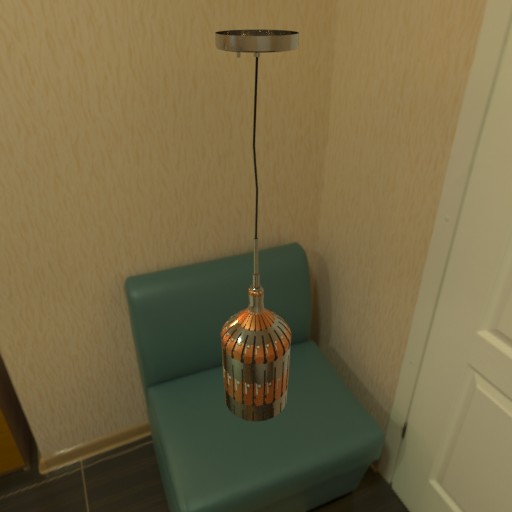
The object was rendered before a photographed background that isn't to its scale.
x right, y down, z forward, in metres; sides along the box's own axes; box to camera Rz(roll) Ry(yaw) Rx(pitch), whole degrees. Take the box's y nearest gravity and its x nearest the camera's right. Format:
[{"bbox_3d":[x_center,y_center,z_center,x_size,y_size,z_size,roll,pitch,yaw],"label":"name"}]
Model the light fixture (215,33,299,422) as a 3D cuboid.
[{"bbox_3d":[0.000,0.000,1.701,0.303,1.535,0.303,0,31,0],"label":"light fixture"}]
